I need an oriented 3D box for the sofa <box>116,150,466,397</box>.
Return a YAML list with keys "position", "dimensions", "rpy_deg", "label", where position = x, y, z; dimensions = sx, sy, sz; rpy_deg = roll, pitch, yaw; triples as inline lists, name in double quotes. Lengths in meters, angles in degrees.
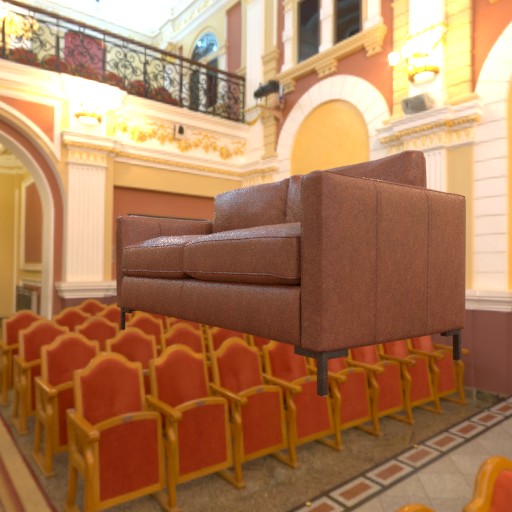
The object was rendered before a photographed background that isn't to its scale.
- position: [0.000, 0.000, 2.273]
  dimensions: [0.899, 0.883, 1.797]
  rpy_deg: [1, -1, -38]
  label: "sofa"
